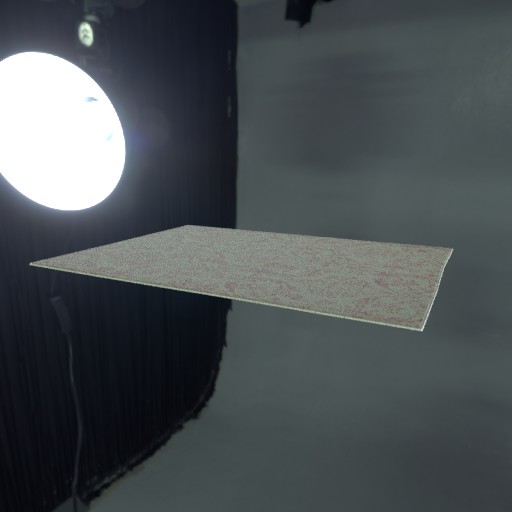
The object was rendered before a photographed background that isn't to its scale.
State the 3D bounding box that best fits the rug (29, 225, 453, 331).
[{"bbox_3d":[0.000,0.000,2.821,2.202,0.014,1.598,7,15,26],"label":"rug"}]
